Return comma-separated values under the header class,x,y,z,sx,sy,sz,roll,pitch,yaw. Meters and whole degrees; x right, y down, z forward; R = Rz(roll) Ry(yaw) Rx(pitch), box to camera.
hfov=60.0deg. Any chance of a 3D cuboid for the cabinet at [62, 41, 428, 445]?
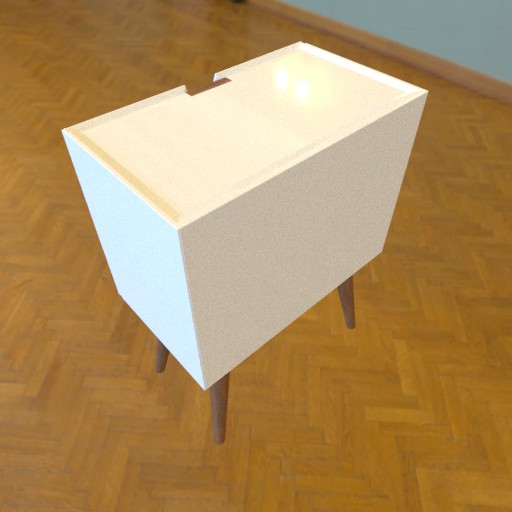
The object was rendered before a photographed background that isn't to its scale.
class,x,y,z,sx,sy,sz,roll,pitch,yaw
cabinet,0.000,0.000,1.084,0.591,0.772,0.344,-33,54,-28
